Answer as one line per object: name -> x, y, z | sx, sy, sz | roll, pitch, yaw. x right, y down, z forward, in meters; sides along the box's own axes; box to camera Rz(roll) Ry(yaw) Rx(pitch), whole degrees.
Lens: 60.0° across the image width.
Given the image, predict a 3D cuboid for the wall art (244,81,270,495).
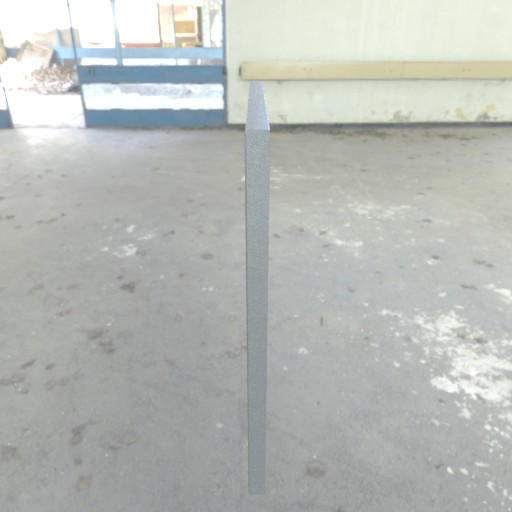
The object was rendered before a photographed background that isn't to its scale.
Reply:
wall art -> 0.000, 0.000, 1.188 | 0.038, 0.807, 0.809 | 0, 26, 0
